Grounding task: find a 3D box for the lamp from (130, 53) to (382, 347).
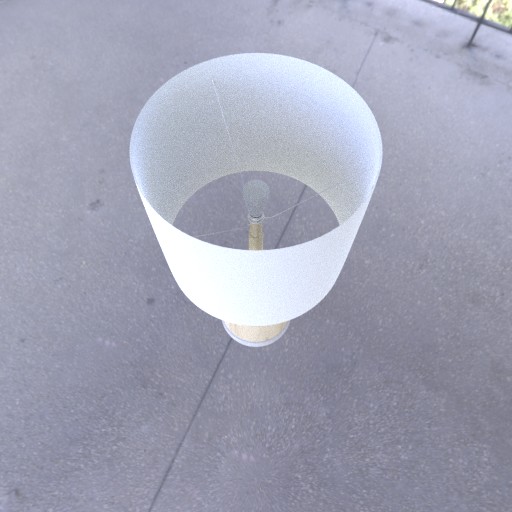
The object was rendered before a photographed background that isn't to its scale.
[{"bbox_3d":[0.000,0.000,0.610,0.229,0.470,0.229,33,68,15],"label":"lamp"}]
